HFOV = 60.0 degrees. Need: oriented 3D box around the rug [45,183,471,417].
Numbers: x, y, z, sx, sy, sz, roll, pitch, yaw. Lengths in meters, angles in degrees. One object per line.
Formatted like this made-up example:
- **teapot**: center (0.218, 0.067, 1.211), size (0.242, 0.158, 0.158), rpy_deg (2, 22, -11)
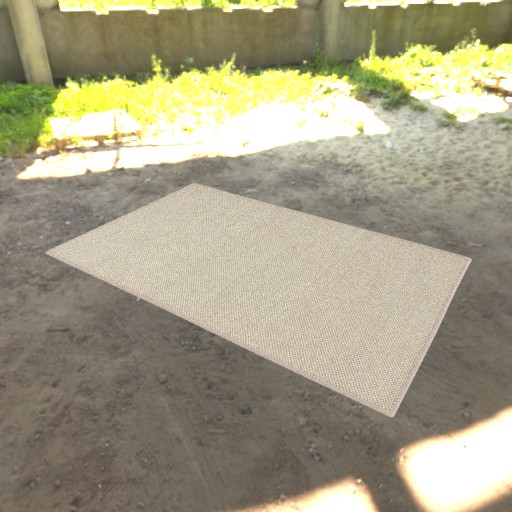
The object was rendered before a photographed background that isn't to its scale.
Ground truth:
- **rug**: center (0.000, 0.000, 2.054), size (1.676, 0.013, 1.067), rpy_deg (19, 36, 29)
